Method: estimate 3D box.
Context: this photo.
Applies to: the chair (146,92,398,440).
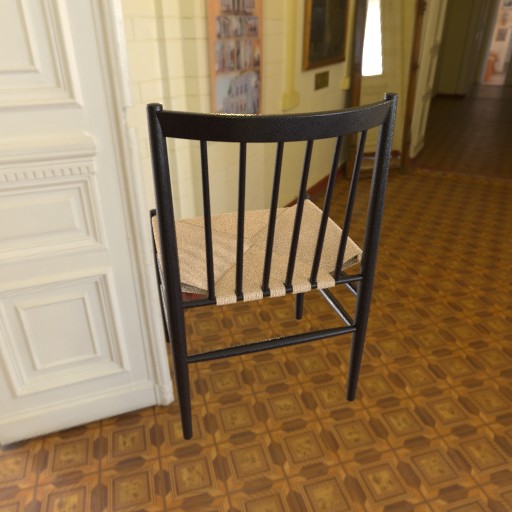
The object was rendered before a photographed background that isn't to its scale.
[{"bbox_3d":[0.000,0.000,1.140,0.495,0.818,0.516,-8,29,-14],"label":"chair"}]
